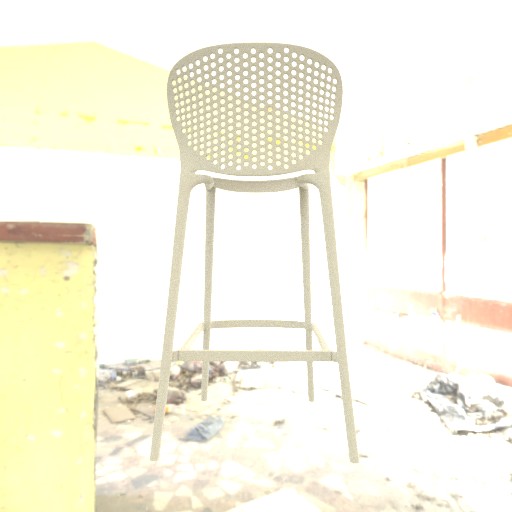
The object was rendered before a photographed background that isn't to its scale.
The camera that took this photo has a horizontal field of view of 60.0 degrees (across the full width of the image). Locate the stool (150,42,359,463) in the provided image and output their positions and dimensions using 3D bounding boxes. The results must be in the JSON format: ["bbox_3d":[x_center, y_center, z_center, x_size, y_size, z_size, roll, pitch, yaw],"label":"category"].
[{"bbox_3d":[0.000,0.000,1.342,0.536,1.045,0.535,0,1,1],"label":"stool"}]
